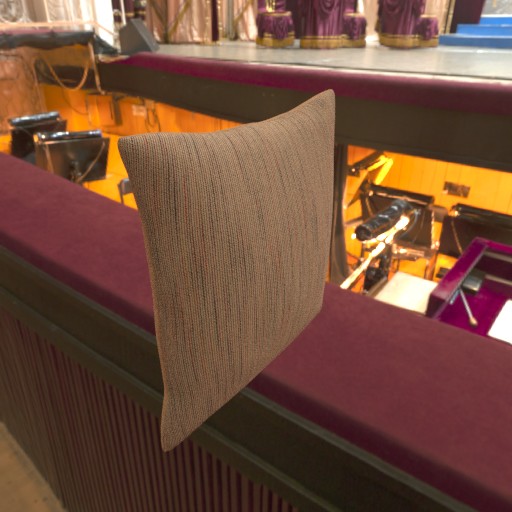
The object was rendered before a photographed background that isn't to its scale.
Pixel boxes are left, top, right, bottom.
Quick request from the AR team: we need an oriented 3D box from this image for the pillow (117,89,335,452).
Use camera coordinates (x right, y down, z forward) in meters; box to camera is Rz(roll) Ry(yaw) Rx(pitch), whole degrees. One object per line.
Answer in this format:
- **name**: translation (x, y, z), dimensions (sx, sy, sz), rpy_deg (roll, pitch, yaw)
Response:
- **pillow**: translation (0.000, 0.000, 0.784), dimensions (0.178, 0.506, 0.512), rpy_deg (19, 33, 32)
